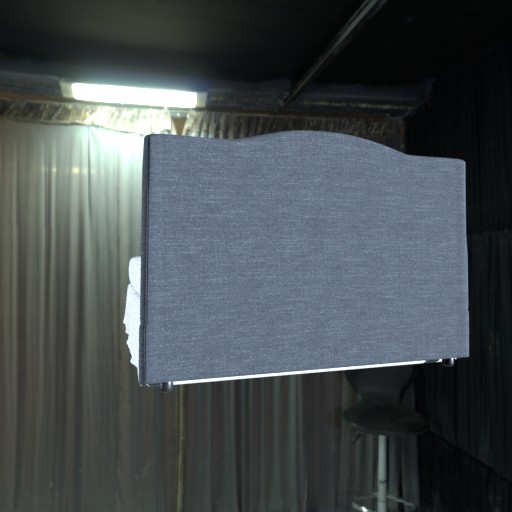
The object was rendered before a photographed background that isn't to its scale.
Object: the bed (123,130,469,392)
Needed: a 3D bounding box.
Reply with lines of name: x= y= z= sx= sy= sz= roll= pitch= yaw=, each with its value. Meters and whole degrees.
bed: x=0.000 y=0.000 z=3.861 sx=2.161 sy=1.457 sz=2.689 roll=0 pitch=0 yaw=-18
